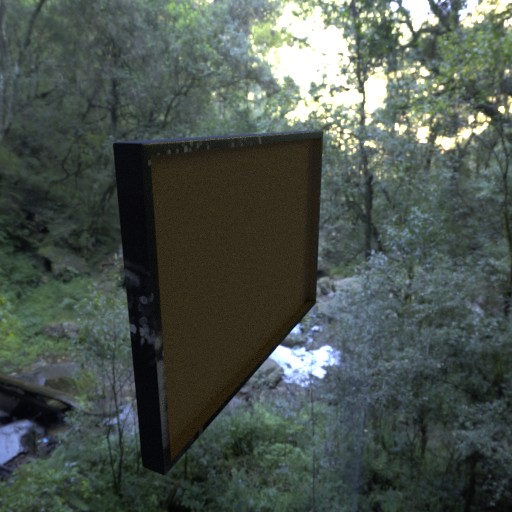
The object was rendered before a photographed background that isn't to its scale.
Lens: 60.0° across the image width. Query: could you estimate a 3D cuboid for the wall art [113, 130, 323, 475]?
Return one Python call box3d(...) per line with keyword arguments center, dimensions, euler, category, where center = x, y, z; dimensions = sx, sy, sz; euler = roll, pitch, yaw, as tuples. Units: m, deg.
box3d(center=(0.000, 0.000, 0.767), dimensions=(0.037, 0.406, 0.609), euler=(8, 19, 24), category="wall art")
